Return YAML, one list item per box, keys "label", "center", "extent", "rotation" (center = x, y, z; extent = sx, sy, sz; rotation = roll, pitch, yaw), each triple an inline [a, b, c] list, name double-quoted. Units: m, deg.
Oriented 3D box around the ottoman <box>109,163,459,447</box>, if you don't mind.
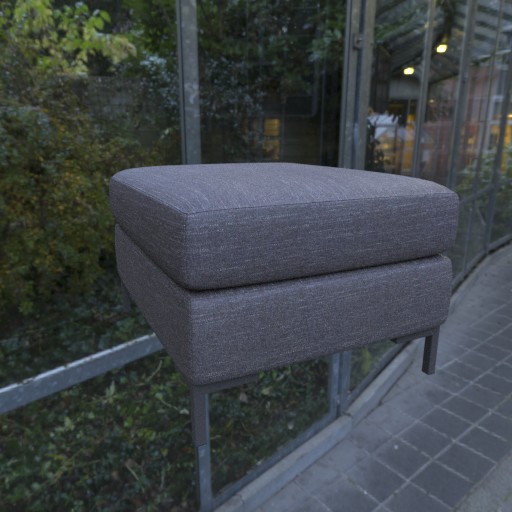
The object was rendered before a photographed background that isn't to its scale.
- label: "ottoman"
  center: [0.000, 0.000, 1.236]
  extent: [0.671, 0.490, 0.820]
  rotation: [-7, 17, -25]
